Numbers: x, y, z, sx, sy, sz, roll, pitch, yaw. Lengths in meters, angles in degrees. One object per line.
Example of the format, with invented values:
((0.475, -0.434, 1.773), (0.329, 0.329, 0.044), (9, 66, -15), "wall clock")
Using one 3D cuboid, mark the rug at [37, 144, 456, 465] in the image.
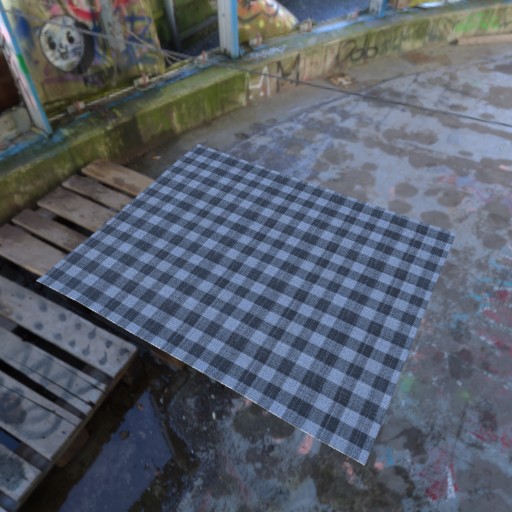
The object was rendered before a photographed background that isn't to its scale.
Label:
((0.000, 0.000, 4.041), (3.021, 0.013, 2.432), (23, 51, 20), "rug")
